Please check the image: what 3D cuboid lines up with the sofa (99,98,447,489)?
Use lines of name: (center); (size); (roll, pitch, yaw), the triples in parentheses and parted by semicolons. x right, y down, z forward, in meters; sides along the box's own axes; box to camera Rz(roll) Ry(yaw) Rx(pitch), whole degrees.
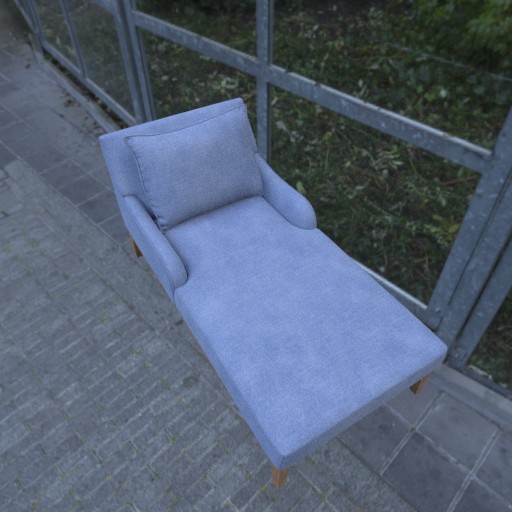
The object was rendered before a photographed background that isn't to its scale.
sofa: (0.000, 0.000, 2.244); (0.904, 0.883, 1.779); (-24, 49, -22)
